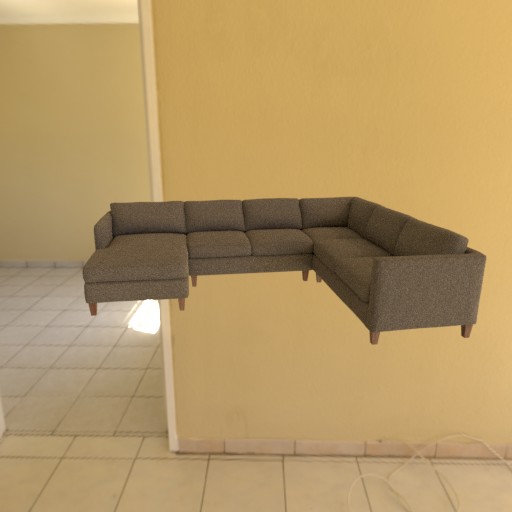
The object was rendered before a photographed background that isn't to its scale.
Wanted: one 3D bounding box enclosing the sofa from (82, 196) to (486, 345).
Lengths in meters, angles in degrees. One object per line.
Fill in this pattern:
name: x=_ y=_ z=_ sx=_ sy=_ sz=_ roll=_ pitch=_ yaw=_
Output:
sofa: x=0.000 y=0.000 z=4.412 sx=3.238 sy=0.853 sz=2.551 roll=-2 pitch=16 yaw=-8
